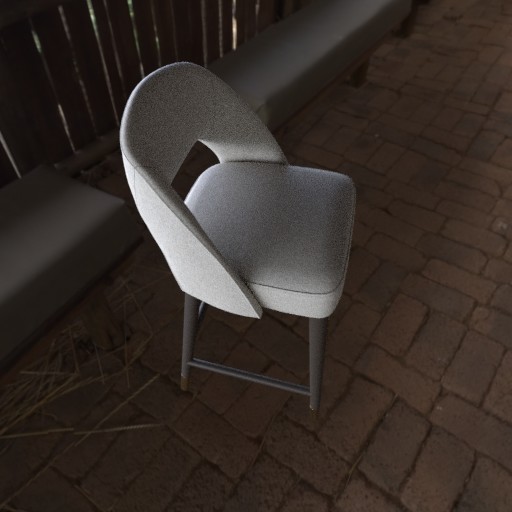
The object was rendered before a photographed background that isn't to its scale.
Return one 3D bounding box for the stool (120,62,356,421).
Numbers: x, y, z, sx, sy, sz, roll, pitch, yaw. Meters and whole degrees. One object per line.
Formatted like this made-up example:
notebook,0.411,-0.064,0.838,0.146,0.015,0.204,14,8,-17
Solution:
stool,0.000,0.000,1.226,0.509,0.940,0.494,10,49,9
